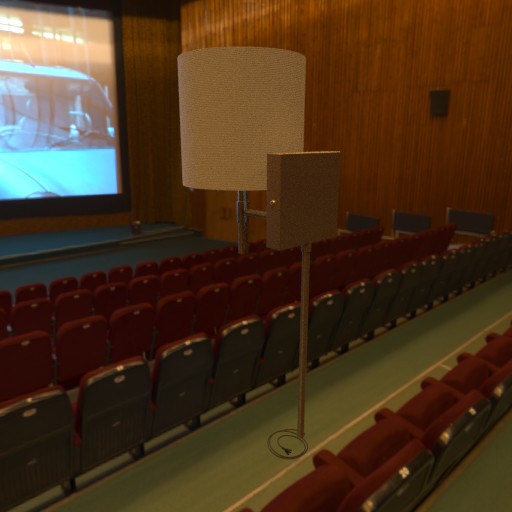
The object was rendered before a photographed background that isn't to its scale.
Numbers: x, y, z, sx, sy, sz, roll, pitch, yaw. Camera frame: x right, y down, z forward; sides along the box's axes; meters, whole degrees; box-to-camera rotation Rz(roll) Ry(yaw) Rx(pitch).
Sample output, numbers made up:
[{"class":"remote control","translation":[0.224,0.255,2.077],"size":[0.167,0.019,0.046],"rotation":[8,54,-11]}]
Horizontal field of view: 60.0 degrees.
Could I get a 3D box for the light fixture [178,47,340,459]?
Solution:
[{"class":"light fixture","translation":[0.000,0.000,0.709],"size":[0.188,0.589,0.248],"rotation":[-14,20,-42]}]
